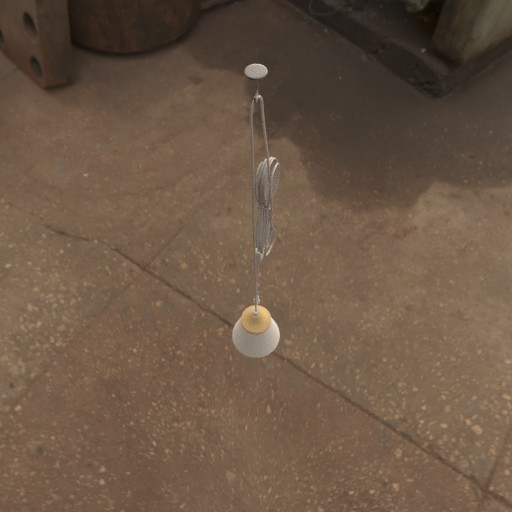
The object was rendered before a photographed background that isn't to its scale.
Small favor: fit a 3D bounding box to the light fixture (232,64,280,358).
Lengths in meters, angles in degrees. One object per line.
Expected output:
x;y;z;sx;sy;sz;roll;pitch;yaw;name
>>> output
0.000;0.000;1.022;0.153;0.966;0.153;33;64;18;light fixture
